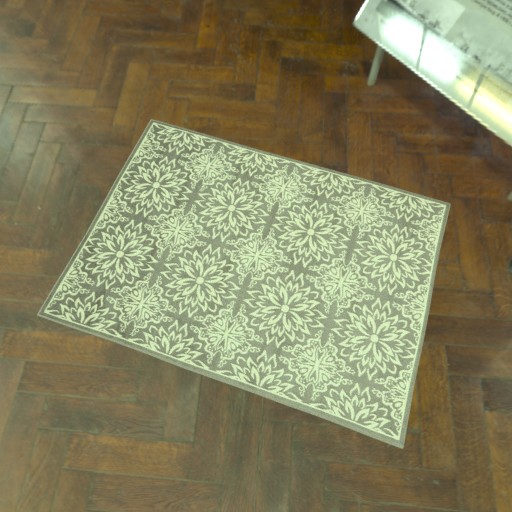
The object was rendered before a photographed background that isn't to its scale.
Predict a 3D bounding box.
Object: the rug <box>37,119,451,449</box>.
[{"bbox_3d":[0.000,0.000,2.816,2.213,0.014,1.608,18,66,8],"label":"rug"}]
